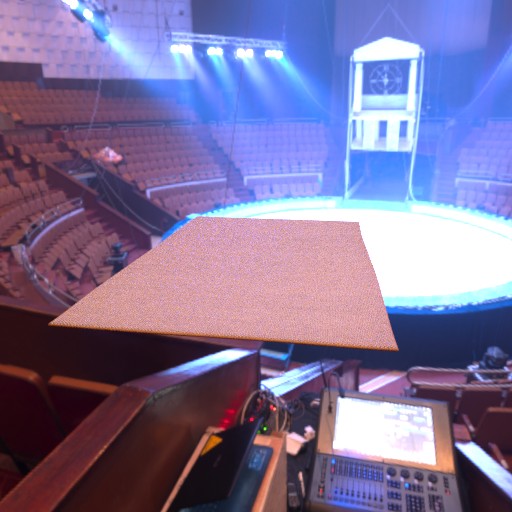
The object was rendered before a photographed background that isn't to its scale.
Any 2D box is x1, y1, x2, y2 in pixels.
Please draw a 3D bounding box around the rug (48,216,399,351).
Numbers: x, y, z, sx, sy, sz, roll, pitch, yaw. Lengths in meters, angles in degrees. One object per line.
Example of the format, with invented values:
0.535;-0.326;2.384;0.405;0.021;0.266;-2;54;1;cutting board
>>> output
0.000;0.000;2.104;1.078;0.013;1.678;3;17;8;rug
